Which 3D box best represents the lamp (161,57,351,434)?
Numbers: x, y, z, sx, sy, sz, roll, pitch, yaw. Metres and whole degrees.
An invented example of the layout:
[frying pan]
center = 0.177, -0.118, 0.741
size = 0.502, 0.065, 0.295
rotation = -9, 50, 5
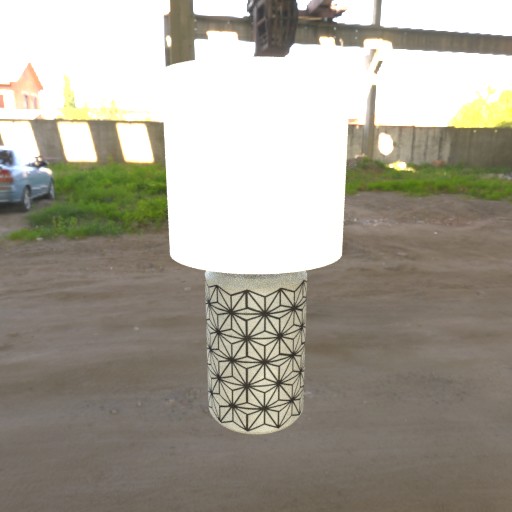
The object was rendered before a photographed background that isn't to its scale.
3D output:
[lamp]
center = 0.000, 0.000, 0.543
size = 0.206, 0.416, 0.206
rotation = -13, 19, -43
